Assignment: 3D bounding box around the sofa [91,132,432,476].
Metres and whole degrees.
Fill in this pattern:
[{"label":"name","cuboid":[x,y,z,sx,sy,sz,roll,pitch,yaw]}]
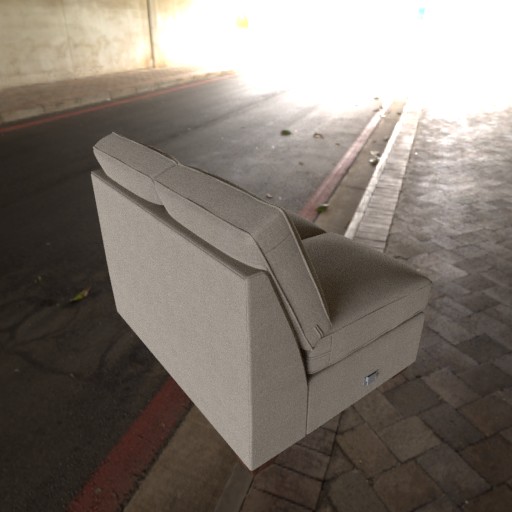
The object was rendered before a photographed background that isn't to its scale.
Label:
[{"label":"sofa","cuboid":[0.000,0.000,2.001,0.978,1.006,1.232,-19,33,-32]}]
